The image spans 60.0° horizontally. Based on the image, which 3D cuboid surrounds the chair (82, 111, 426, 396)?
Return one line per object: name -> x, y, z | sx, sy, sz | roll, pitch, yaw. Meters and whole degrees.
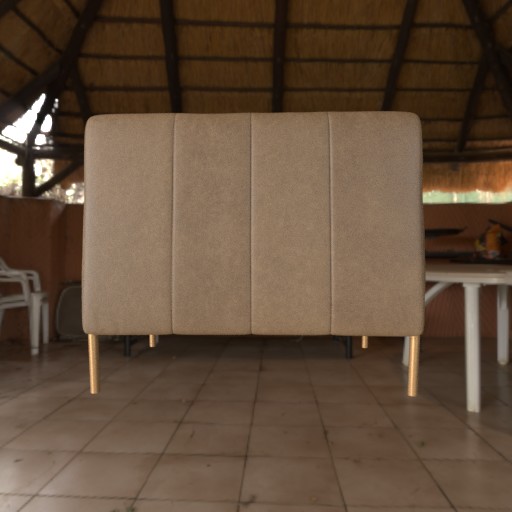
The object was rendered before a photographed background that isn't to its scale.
chair -> 0.000, 0.000, 1.598 | 0.981, 0.779, 0.876 | 0, 0, 2
